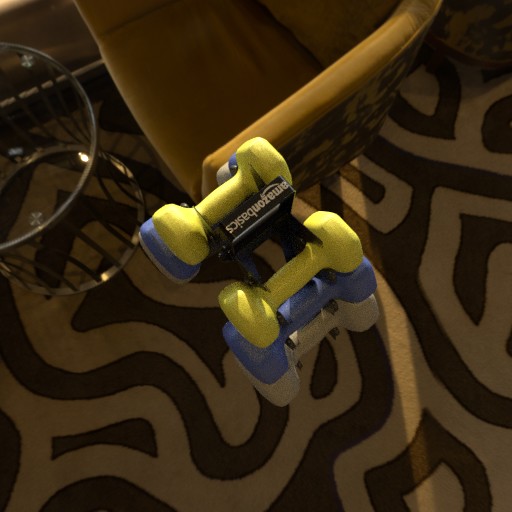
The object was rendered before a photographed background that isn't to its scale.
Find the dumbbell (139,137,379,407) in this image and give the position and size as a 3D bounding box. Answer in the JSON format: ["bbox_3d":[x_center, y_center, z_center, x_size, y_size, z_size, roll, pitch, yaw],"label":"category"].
[{"bbox_3d":[0.000,0.000,0.693,0.261,0.426,0.416,-39,78,-10],"label":"dumbbell"}]
